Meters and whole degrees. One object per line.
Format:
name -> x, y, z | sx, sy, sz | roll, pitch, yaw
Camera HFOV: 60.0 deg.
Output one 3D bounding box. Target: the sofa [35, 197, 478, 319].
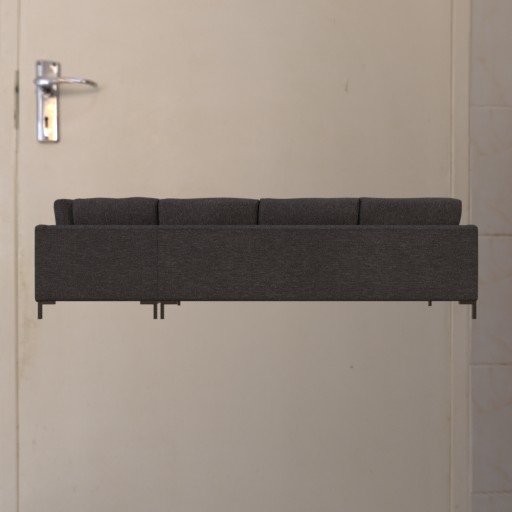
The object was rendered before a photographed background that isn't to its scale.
sofa -> 0.000, 0.000, 3.871 | 2.949, 0.815, 2.007 | 0, 0, 0
